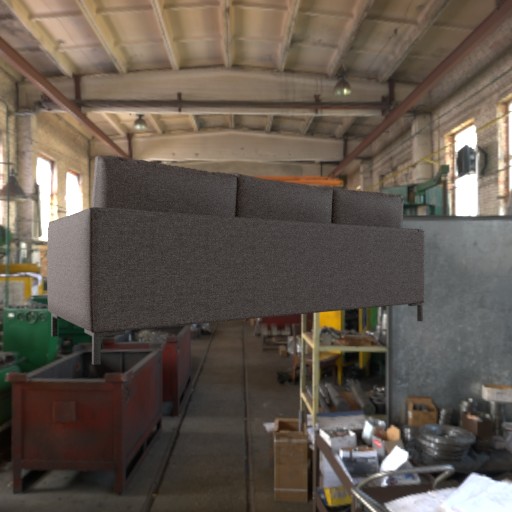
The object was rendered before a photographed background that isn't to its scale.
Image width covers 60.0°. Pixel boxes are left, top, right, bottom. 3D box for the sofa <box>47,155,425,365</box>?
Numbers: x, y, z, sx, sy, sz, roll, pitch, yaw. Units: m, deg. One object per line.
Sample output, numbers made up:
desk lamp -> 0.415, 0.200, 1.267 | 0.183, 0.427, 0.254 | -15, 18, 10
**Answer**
sofa -> 0.000, 0.000, 2.734 | 2.253, 0.882, 0.876 | 0, -1, -35
